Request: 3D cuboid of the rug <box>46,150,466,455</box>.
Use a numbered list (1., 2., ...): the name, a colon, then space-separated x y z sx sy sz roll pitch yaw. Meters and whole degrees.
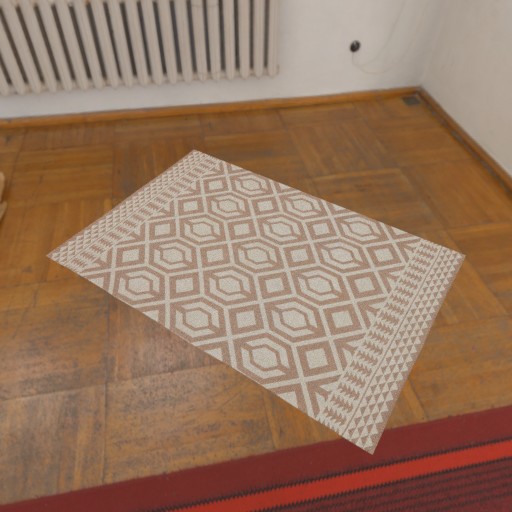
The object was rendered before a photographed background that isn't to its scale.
1. rug: 0.000 0.000 2.322 1.829 0.008 1.219 25 51 23
